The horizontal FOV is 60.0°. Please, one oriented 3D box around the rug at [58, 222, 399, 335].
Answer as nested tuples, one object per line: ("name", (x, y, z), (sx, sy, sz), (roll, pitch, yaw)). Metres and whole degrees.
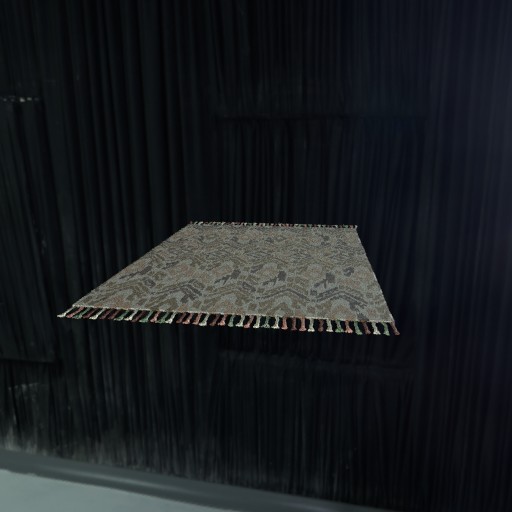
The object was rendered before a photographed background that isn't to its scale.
("rug", (0.000, 0.000, 2.370), (1.219, 0.008, 1.829), (2, 15, 7))
